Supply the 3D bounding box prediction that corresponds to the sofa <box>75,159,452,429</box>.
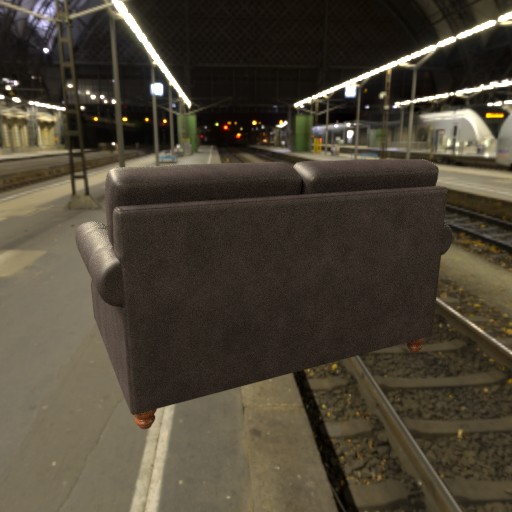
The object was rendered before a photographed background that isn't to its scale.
[{"bbox_3d":[0.000,0.000,2.274,1.663,0.979,1.030,-7,16,-26],"label":"sofa"}]
